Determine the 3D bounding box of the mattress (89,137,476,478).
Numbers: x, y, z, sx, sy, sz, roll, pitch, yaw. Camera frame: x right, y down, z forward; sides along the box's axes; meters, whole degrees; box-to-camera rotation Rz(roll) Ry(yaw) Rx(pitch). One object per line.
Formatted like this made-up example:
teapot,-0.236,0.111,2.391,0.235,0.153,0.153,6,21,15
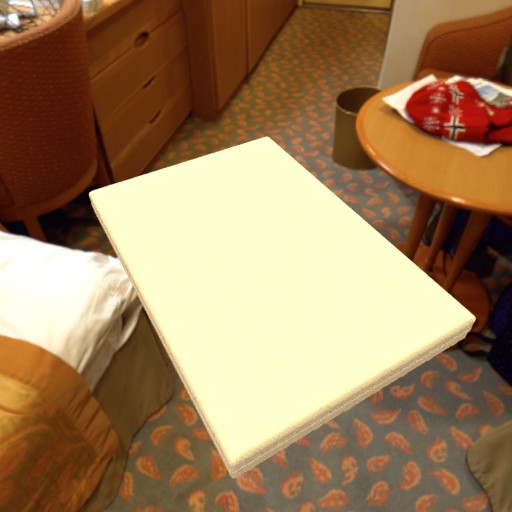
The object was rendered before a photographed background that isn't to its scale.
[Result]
mattress,0.000,0.000,2.617,1.400,0.200,2.000,-23,50,-21
